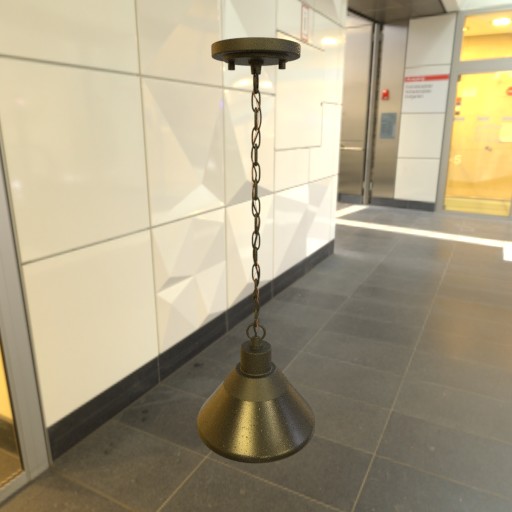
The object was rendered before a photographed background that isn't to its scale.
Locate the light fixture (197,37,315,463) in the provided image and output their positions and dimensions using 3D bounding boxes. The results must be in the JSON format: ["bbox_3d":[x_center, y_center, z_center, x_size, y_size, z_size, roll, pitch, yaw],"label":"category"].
[{"bbox_3d":[0.000,0.000,0.678,0.201,0.588,0.201,2,16,8],"label":"light fixture"}]
